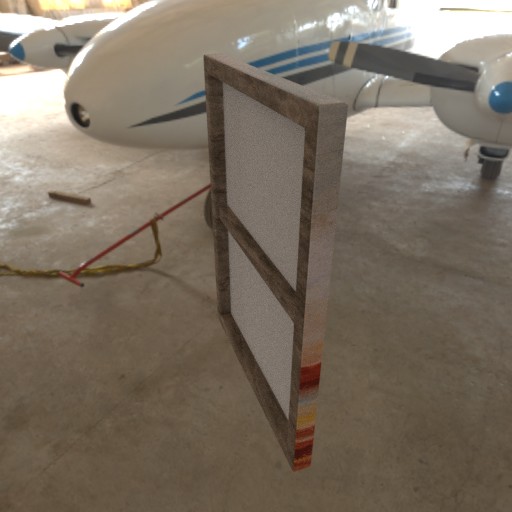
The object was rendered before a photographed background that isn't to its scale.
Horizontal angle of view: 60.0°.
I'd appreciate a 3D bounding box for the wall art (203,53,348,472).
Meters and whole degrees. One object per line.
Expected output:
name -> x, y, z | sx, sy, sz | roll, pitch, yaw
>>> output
wall art -> 0.000, 0.000, 0.779 | 0.035, 0.605, 0.443 | -11, 33, -18
